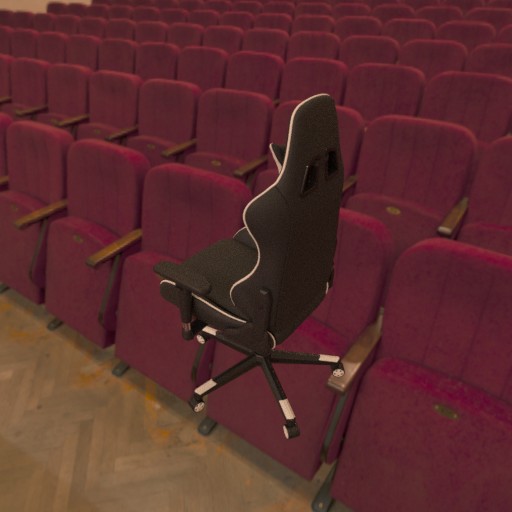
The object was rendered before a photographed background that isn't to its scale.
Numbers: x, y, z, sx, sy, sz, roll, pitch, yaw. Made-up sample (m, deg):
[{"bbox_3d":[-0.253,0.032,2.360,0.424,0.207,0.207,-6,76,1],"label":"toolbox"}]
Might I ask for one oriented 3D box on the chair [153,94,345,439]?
[{"bbox_3d":[0.000,0.000,1.699,0.700,1.240,0.700,21,39,29],"label":"chair"}]
